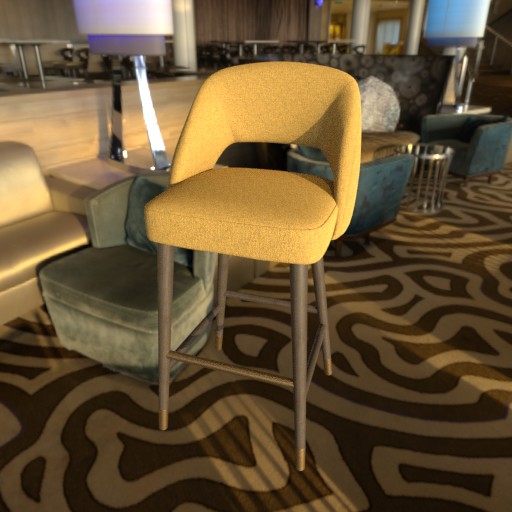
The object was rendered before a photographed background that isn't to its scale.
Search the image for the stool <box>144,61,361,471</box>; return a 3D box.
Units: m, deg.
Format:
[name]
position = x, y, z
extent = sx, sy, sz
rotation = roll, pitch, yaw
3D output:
[stool]
position = 0.000, 0.000, 1.305
extent = 0.536, 1.032, 0.522
rotation = 9, 27, 17
